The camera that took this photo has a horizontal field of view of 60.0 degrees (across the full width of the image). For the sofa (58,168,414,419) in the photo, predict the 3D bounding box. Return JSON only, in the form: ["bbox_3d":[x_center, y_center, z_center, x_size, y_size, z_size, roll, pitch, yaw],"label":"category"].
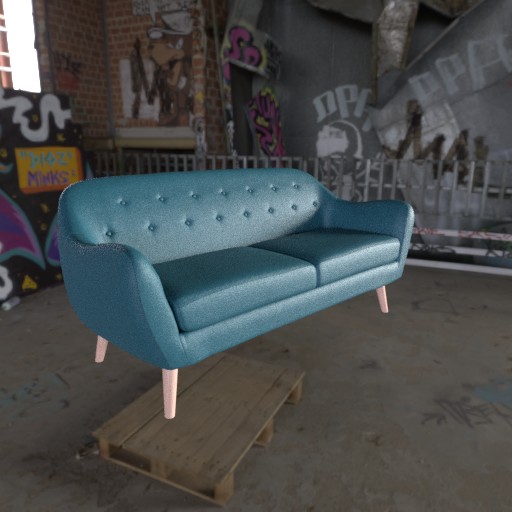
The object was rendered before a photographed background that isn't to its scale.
[{"bbox_3d":[0.000,0.000,2.271,1.840,0.836,0.820,-13,19,-42],"label":"sofa"}]
